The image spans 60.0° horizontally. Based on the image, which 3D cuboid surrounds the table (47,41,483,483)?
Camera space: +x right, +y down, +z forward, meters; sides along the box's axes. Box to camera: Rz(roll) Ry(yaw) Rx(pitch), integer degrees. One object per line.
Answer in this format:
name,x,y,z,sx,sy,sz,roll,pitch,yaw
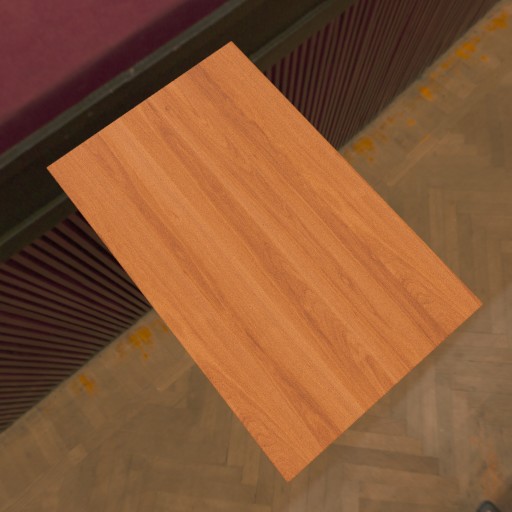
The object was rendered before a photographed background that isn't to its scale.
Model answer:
table,0.000,0.000,1.504,0.700,0.510,1.100,-38,78,-9
